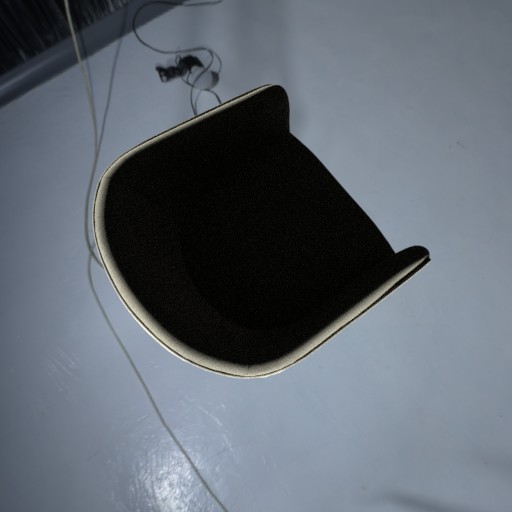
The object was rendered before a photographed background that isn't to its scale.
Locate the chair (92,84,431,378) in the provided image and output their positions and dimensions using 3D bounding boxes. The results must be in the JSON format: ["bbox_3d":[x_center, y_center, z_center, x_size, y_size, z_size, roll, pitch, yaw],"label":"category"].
[{"bbox_3d":[0.000,0.000,1.217,0.616,0.775,0.584,-37,78,-9],"label":"chair"}]
